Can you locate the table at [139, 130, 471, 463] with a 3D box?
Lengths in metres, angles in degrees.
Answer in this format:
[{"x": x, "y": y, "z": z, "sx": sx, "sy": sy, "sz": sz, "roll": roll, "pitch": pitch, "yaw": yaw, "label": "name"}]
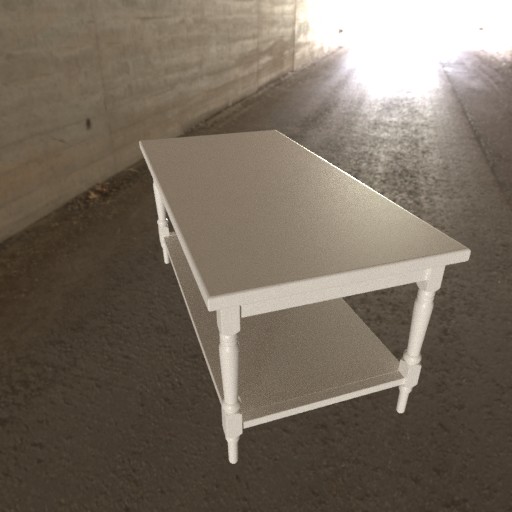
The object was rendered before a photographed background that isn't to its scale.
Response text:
[{"x": 0.000, "y": 0.000, "z": 1.405, "sx": 0.550, "sy": 0.510, "sz": 1.107, "roll": -9, "pitch": 30, "yaw": -16, "label": "table"}]
